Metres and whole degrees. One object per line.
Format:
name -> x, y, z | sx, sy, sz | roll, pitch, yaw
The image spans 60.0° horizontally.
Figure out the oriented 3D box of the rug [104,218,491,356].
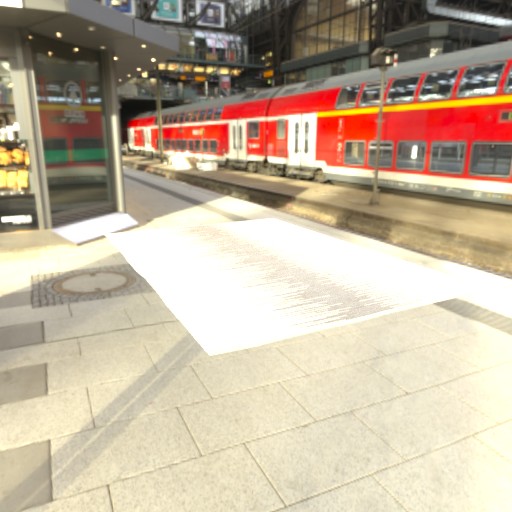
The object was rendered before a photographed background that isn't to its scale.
rug -> 0.000, 0.000, 2.300 | 1.226, 0.007, 1.815 | -8, 17, -26
